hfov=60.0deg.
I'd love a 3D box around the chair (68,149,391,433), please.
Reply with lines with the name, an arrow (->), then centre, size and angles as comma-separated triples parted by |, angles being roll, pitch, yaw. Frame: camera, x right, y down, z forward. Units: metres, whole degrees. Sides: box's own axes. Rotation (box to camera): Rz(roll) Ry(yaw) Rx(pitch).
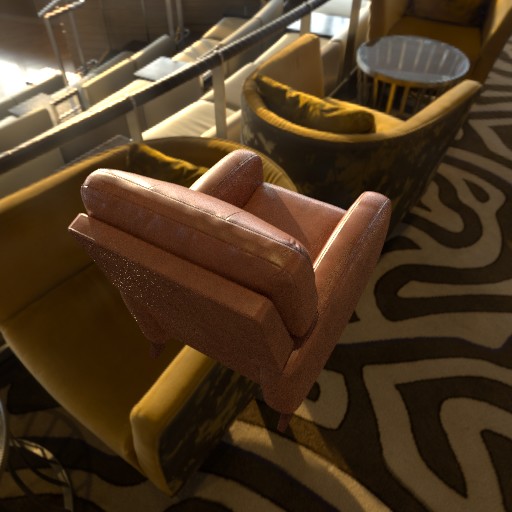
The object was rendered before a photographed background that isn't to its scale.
chair -> 0.000, 0.000, 1.657 | 0.762, 0.990, 0.990 | 23, 51, 20
